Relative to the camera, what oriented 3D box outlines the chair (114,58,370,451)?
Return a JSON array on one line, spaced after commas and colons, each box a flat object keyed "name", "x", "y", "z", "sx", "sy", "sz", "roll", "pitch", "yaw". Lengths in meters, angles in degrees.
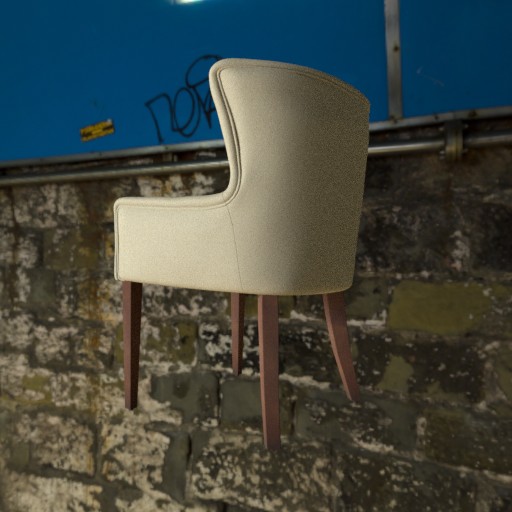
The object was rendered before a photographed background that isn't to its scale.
[{"name": "chair", "x": 0.000, "y": 0.000, "z": 1.407, "sx": 0.686, "sy": 0.952, "sz": 0.660, "roll": 0, "pitch": -1, "yaw": 37}]
